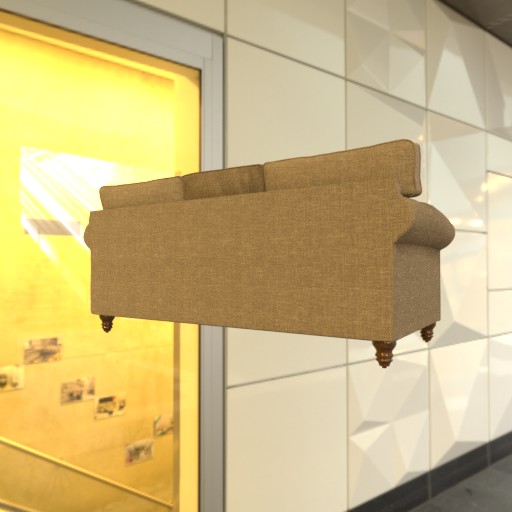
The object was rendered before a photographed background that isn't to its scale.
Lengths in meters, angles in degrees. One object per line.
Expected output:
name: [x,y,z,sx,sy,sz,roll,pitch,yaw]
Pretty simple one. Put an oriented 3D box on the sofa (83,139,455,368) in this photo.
sofa: [0.000,0.000,2.641,2.084,0.961,0.916,-1,-2,34]
